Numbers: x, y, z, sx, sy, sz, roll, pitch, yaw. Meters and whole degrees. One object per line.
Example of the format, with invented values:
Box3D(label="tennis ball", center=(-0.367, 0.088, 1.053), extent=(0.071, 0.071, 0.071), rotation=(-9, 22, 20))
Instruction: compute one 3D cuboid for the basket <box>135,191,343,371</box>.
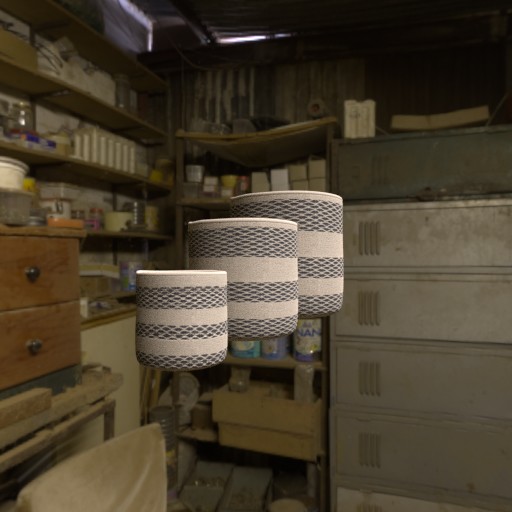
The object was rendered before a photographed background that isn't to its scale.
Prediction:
Box3D(label="basket", center=(0.000, 0.000, 1.108), extent=(0.351, 0.356, 0.917), rotation=(0, 0, 19))
